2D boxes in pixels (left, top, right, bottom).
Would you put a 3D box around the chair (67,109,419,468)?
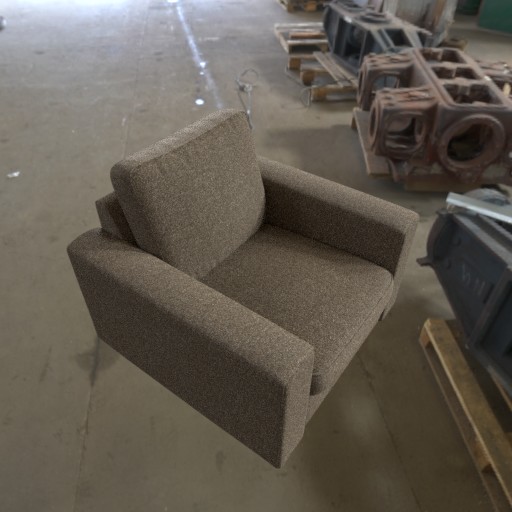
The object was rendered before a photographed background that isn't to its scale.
[{"bbox_3d":[0.000,0.000,1.785,1.016,0.873,1.005,26,47,27],"label":"chair"}]
